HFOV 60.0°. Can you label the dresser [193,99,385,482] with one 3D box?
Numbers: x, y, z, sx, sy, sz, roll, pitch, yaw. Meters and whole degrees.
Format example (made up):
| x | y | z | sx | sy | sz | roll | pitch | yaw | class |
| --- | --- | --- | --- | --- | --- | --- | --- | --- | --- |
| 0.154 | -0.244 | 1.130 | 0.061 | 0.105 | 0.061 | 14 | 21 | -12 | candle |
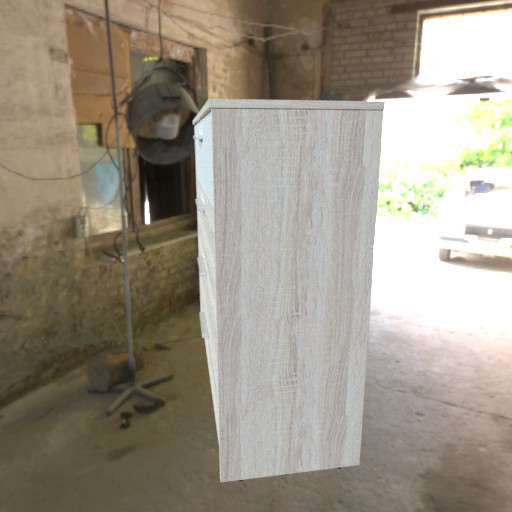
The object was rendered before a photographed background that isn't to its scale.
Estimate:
| x | y | z | sx | sy | sz | roll | pitch | yaw | class |
| --- | --- | --- | --- | --- | --- | --- | --- | --- | --- |
| 0.000 | 0.000 | 1.474 | 0.380 | 0.900 | 0.980 | -2 | 15 | -9 | dresser |
